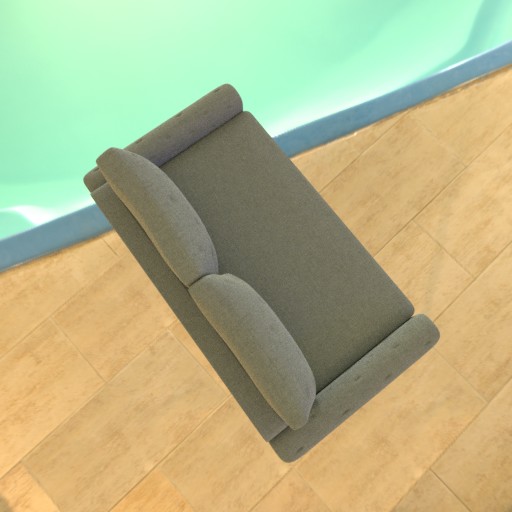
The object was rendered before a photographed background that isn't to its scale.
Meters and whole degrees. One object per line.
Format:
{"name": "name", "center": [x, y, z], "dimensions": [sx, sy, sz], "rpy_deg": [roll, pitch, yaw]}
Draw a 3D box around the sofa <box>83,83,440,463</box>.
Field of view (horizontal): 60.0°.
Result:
{"name": "sofa", "center": [0.000, 0.000, 2.136], "dimensions": [0.920, 0.790, 1.650], "rpy_deg": [-36, 79, -8]}
